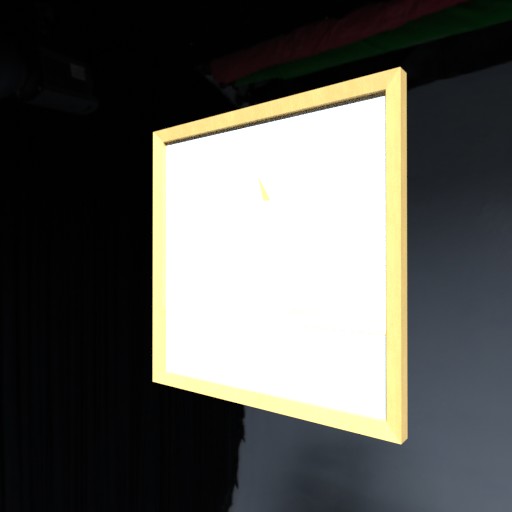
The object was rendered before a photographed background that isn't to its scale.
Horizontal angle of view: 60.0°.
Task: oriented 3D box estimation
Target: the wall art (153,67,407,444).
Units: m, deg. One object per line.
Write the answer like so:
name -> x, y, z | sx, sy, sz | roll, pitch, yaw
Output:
wall art -> 0.000, 0.000, 2.896 | 1.935, 1.936, 0.097 | 0, -1, 37
